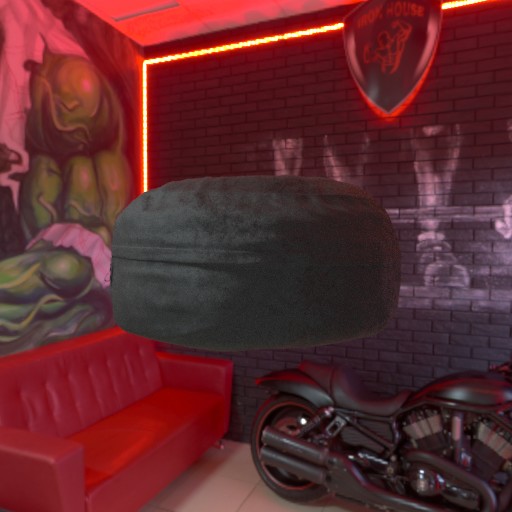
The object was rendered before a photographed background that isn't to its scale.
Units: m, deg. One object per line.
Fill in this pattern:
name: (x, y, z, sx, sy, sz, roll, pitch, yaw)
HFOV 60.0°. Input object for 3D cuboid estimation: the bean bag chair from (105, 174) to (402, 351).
bean bag chair: (0.000, 0.000, 2.427, 1.525, 0.751, 1.525, 0, 2, 0)
